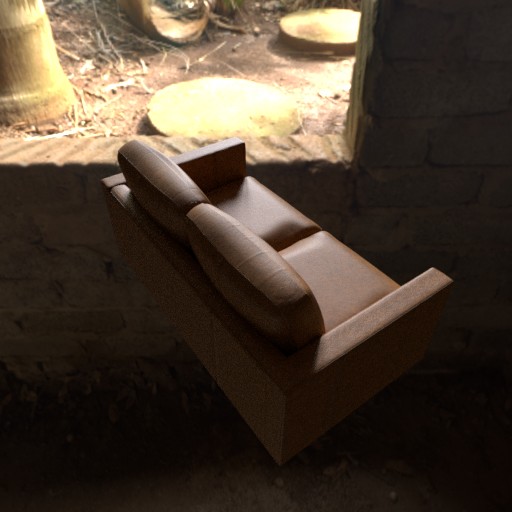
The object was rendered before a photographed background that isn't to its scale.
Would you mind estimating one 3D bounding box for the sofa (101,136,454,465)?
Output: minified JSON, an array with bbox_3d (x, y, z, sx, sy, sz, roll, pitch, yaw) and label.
[{"bbox_3d":[0.000,0.000,2.207,0.909,0.951,1.578,-25,47,-26],"label":"sofa"}]
